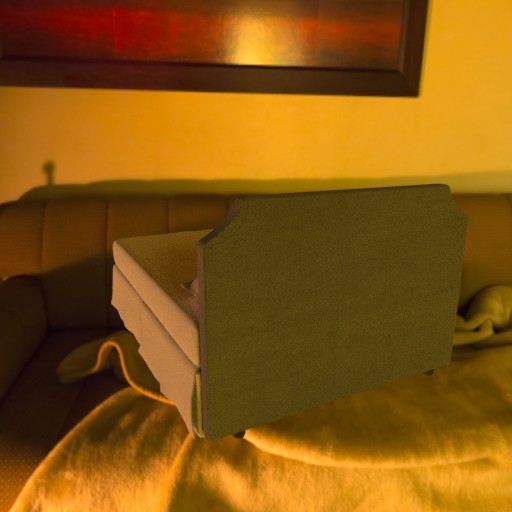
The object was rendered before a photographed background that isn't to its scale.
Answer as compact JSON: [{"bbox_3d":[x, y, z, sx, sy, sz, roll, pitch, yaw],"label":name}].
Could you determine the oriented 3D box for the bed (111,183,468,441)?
[{"bbox_3d":[0.000,0.000,3.604,1.977,1.306,2.464,-8,17,-26],"label":"bed"}]
